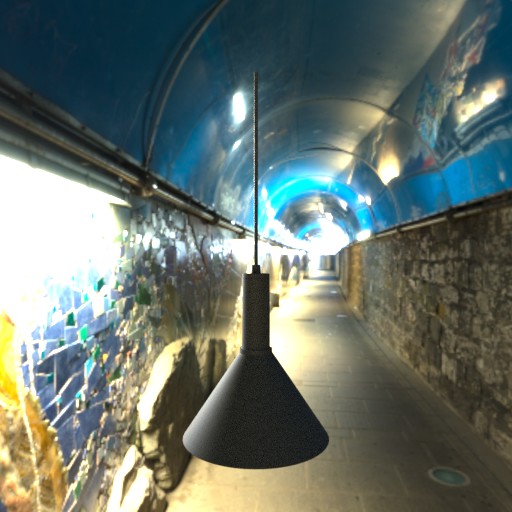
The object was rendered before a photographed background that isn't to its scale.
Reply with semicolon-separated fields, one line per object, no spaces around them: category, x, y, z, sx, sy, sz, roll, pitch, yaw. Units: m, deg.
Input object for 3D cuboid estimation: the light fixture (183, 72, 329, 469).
light fixture;0.000;0.000;0.821;0.267;0.683;0.267;0;-1;18
